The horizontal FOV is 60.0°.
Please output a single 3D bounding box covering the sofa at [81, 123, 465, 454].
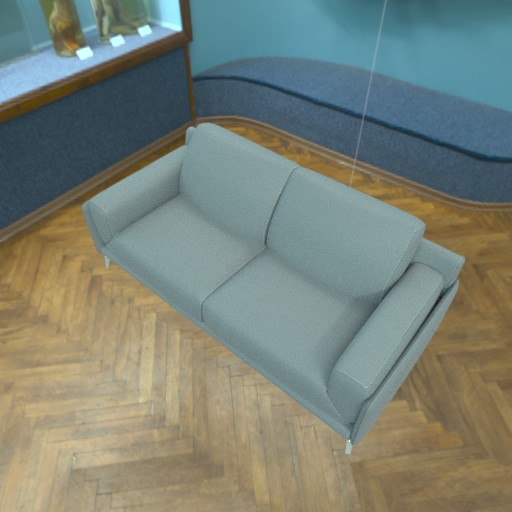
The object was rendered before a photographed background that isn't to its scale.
[{"bbox_3d":[0.000,0.000,2.653,2.100,0.900,0.969,31,54,26],"label":"sofa"}]
